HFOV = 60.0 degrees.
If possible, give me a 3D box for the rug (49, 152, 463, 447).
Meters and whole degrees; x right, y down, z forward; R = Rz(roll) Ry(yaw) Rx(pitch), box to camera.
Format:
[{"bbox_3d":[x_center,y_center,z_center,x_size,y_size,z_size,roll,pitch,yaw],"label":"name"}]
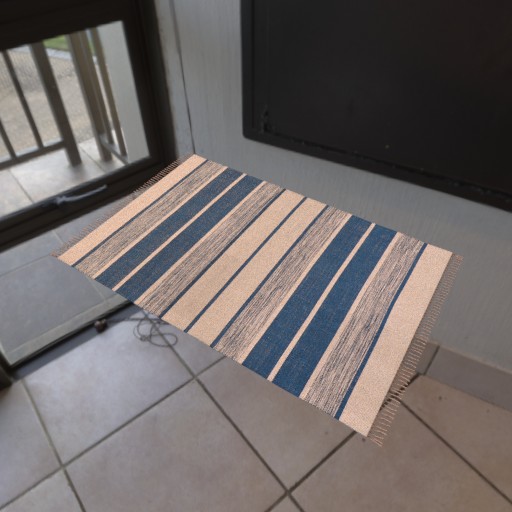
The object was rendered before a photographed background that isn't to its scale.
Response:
[{"bbox_3d":[0.000,0.000,3.078,2.441,0.010,1.532,25,51,22],"label":"rug"}]
